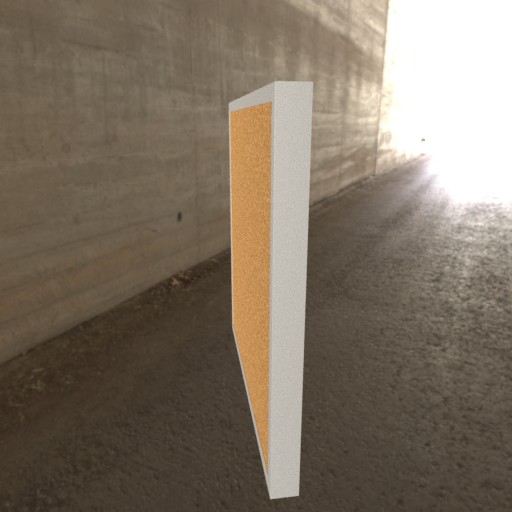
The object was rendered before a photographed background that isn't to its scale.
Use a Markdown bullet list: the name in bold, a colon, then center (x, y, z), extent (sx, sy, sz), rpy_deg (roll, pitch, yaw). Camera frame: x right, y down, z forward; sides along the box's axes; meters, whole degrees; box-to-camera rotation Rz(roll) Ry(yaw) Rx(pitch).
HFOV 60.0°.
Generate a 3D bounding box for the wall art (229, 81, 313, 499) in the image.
- **wall art**: center (0.000, 0.000, 0.743), extent (0.038, 0.505, 0.506), rpy_deg (-2, 17, -8)
